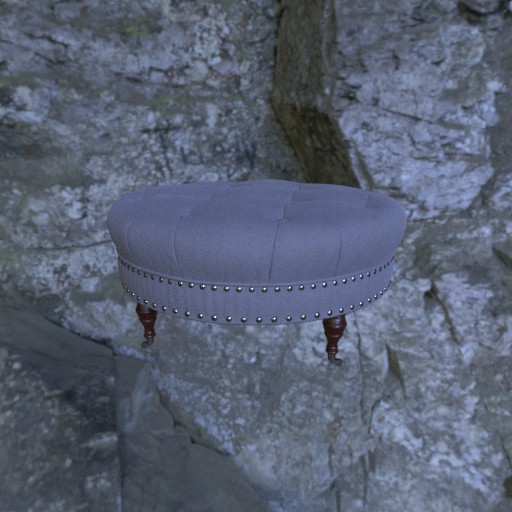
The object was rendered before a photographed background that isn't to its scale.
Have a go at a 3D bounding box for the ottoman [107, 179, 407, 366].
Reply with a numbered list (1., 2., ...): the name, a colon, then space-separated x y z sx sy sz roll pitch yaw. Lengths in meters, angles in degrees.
1. ottoman: 0.000 0.000 1.432 0.901 0.439 0.901 0 16 0
